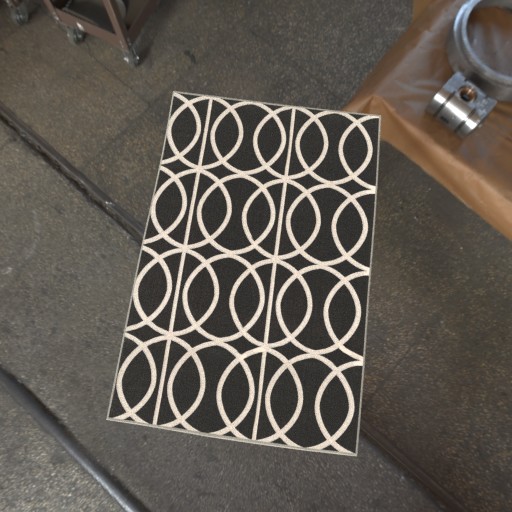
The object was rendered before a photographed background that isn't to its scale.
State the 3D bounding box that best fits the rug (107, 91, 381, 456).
[{"bbox_3d":[0.000,0.000,2.929,1.528,0.014,2.294,7,76,2],"label":"rug"}]
